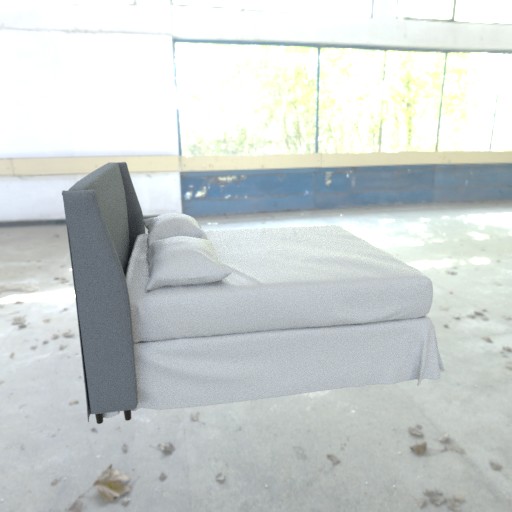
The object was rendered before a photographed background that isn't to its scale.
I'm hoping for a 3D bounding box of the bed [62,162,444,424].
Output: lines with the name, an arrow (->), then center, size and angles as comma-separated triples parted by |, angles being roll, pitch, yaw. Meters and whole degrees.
bed -> 0.000, 0.000, 3.374 | 2.276, 1.332, 1.925 | -3, 17, -11
